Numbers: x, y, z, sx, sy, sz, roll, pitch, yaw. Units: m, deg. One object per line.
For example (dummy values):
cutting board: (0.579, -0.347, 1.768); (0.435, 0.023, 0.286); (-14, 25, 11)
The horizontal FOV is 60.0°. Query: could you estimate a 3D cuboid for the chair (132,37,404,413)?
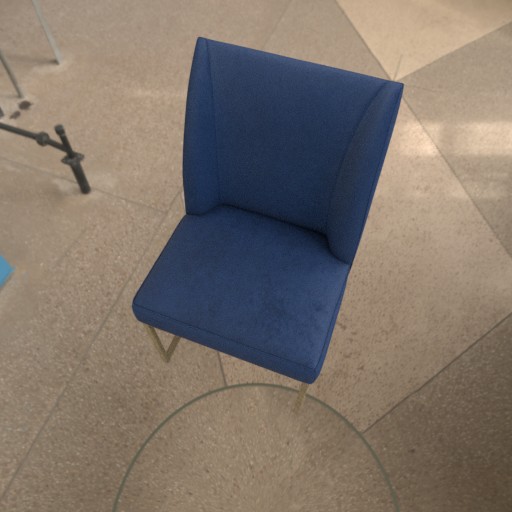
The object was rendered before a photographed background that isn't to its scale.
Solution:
chair: (0.000, 0.000, 1.193); (0.508, 0.863, 0.522); (18, 60, 11)
